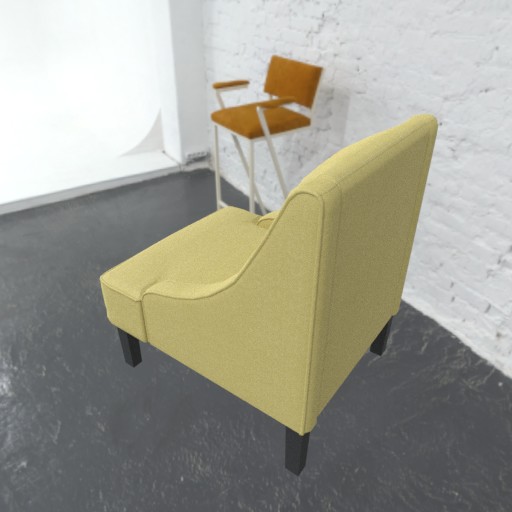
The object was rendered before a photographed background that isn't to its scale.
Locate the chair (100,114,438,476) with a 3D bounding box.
[{"bbox_3d":[0.000,0.000,1.458,0.814,0.896,0.696,21,38,30],"label":"chair"}]
